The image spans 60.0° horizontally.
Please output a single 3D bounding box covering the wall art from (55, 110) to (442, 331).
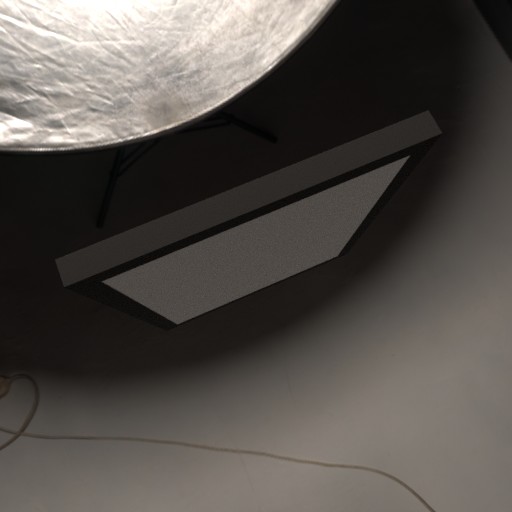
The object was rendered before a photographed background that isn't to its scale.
[{"bbox_3d":[0.000,0.000,0.552,0.329,0.404,0.024,-23,77,-6],"label":"wall art"}]
